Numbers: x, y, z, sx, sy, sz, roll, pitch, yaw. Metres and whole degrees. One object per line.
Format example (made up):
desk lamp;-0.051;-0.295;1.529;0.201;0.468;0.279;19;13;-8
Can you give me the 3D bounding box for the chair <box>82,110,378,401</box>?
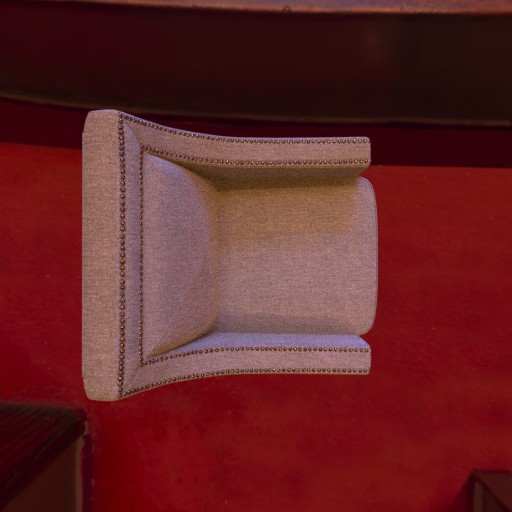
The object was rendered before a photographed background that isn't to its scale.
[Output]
chair;0.000;0.000;1.614;0.884;0.967;0.776;0;90;2
